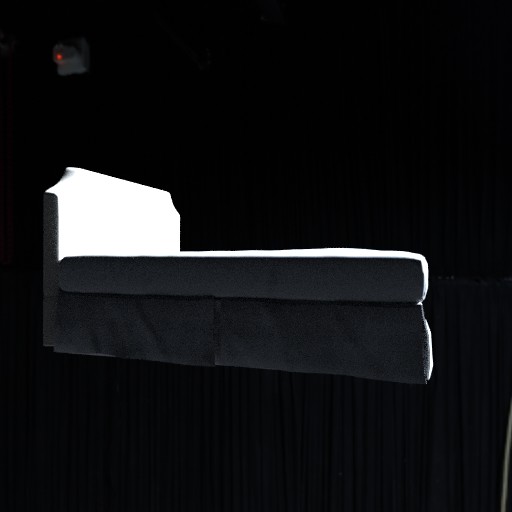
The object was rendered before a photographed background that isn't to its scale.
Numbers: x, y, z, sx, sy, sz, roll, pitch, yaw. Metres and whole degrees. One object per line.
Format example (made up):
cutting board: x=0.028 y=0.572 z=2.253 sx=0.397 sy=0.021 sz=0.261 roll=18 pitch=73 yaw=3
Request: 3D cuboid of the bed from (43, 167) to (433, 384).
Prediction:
bed: x=0.000 y=0.000 z=3.510 sx=2.498 sy=1.293 sz=1.977 roll=0 pitch=1 yaw=17
